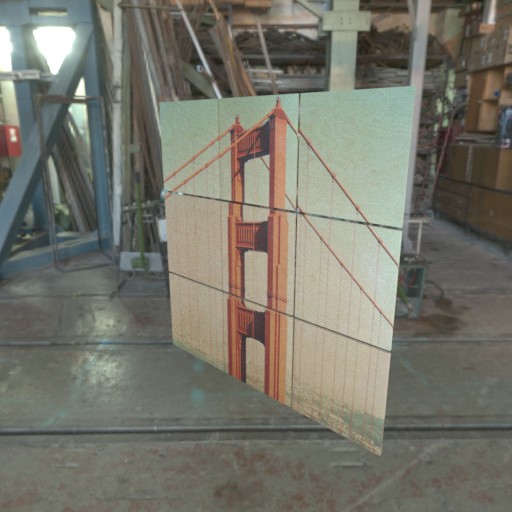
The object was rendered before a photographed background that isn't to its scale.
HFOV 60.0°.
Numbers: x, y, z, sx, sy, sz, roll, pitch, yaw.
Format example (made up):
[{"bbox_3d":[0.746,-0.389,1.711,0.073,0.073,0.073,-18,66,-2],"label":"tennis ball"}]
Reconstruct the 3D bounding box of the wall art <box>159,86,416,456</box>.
[{"bbox_3d":[0.000,0.000,2.242,1.517,1.523,0.013,15,22,42],"label":"wall art"}]
